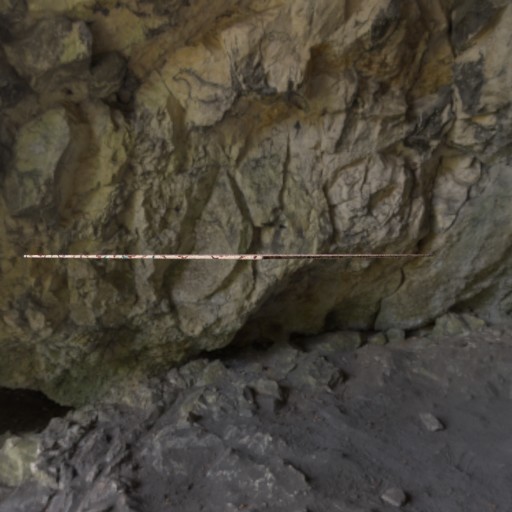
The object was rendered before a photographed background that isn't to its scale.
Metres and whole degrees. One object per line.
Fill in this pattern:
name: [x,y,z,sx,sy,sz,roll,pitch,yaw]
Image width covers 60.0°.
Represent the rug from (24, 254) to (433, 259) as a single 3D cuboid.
rug: [0.000,0.000,4.260,2.446,0.020,3.215,0,0,36]
